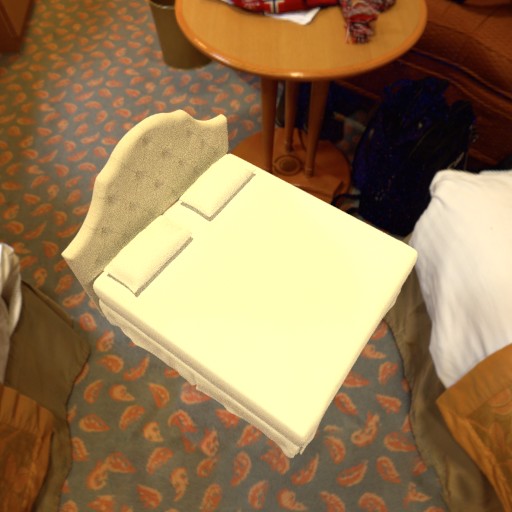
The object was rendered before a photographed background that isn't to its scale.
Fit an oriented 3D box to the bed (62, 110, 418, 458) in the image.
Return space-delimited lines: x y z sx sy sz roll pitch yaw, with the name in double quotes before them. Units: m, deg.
"bed" 0.000 0.000 3.632 2.214 1.615 2.008 31 62 18
